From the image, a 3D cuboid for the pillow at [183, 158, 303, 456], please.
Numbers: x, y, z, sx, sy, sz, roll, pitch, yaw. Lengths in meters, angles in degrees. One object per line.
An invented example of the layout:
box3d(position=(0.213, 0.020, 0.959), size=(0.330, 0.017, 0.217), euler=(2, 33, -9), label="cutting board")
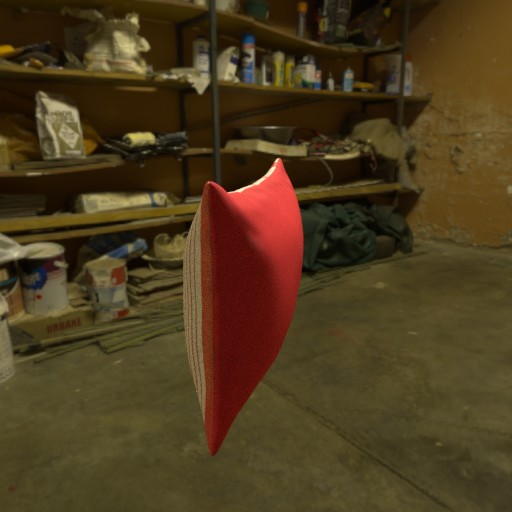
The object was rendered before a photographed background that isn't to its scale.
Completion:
box3d(position=(0.000, 0.000, 0.729), size=(0.151, 0.297, 0.608), euler=(2, 14, 9), label="pillow")
